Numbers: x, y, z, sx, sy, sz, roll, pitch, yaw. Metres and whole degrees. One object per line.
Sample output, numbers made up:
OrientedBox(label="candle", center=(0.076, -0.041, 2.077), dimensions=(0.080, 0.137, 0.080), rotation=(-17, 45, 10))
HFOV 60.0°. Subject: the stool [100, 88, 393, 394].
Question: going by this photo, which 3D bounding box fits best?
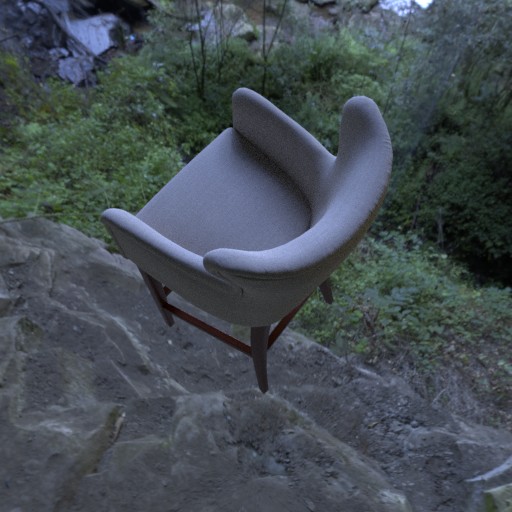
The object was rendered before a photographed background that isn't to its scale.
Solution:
OrientedBox(label="stool", center=(0.000, 0.000, 1.380), dimensions=(0.563, 1.034, 0.556), rotation=(35, 68, 16))
